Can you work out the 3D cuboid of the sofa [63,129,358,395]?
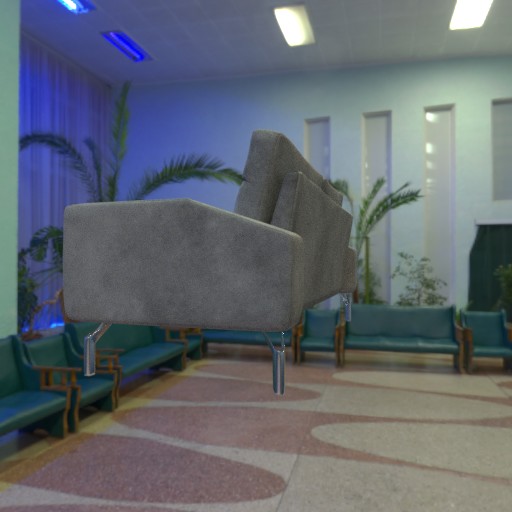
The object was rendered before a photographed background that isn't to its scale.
[{"bbox_3d":[0.000,0.000,2.289,0.849,0.859,1.837,0,-1,19],"label":"sofa"}]
